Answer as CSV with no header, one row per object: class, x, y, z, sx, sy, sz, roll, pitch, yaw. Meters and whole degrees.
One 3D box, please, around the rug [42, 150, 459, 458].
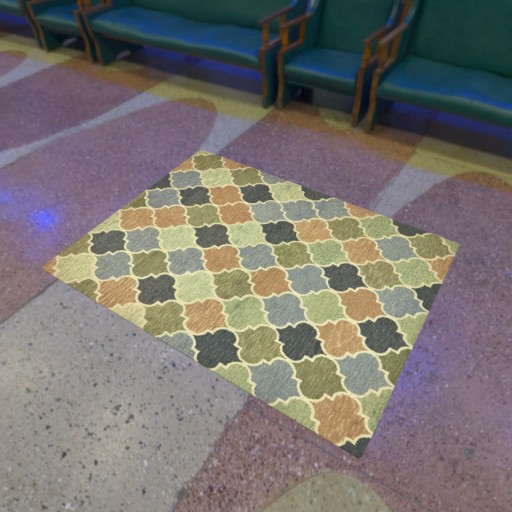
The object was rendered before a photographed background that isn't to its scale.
rug,0.000,0.000,4.243,3.200,0.013,2.439,24,50,22
